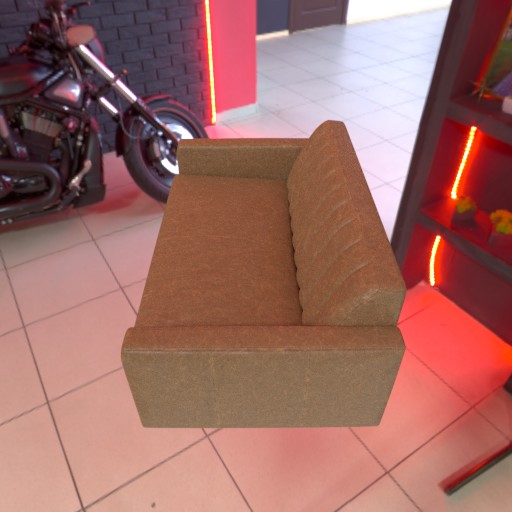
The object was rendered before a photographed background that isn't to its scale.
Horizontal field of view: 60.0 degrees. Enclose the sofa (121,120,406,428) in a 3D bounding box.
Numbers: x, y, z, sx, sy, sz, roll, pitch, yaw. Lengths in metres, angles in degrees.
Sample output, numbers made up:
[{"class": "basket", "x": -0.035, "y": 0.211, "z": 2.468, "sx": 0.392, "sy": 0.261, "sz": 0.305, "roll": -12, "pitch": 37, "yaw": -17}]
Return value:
[{"class": "sofa", "x": 0.000, "y": 0.000, "z": 2.142, "sx": 0.960, "sy": 0.820, "sz": 1.549, "roll": 0, "pitch": 40, "yaw": 0}]
